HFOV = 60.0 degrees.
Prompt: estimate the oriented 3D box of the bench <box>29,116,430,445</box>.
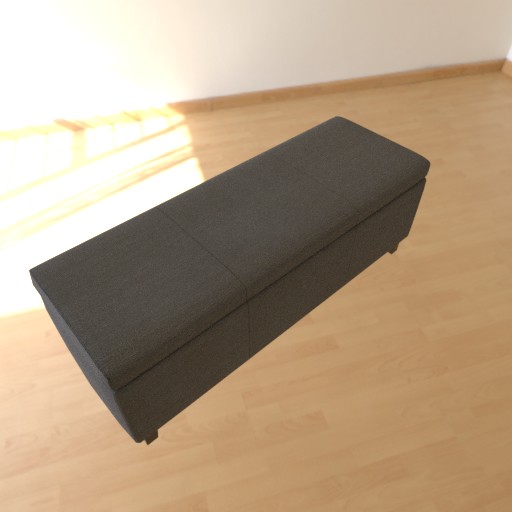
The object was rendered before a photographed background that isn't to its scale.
[{"bbox_3d":[0.000,0.000,1.494,1.269,0.438,0.446,-33,54,-28],"label":"bench"}]
